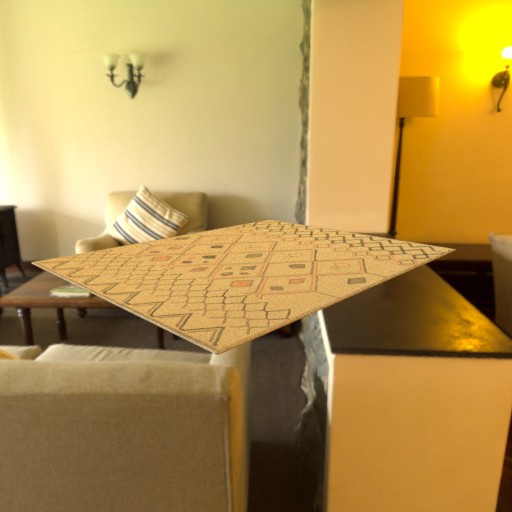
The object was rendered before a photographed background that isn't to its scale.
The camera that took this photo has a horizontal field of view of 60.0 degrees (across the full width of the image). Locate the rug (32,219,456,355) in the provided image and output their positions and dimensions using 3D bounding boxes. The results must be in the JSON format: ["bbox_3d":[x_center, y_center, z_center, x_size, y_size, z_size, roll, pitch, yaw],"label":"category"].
[{"bbox_3d":[0.000,0.000,4.054,2.441,0.016,3.050,14,20,43],"label":"rug"}]
